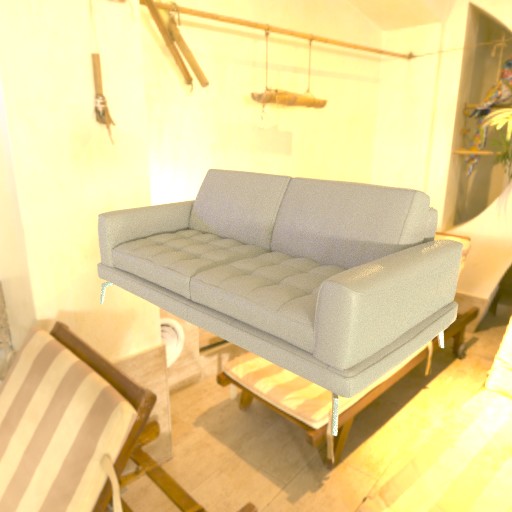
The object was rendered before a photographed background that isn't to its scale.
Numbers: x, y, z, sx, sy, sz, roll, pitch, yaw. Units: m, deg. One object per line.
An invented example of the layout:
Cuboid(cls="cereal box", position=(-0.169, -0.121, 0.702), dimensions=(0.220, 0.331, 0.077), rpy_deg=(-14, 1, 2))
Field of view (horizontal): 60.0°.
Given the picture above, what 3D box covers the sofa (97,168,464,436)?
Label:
Cuboid(cls="sofa", position=(0.000, 0.000, 2.755), dimensions=(2.177, 0.930, 1.121), rpy_deg=(16, 23, 43))
